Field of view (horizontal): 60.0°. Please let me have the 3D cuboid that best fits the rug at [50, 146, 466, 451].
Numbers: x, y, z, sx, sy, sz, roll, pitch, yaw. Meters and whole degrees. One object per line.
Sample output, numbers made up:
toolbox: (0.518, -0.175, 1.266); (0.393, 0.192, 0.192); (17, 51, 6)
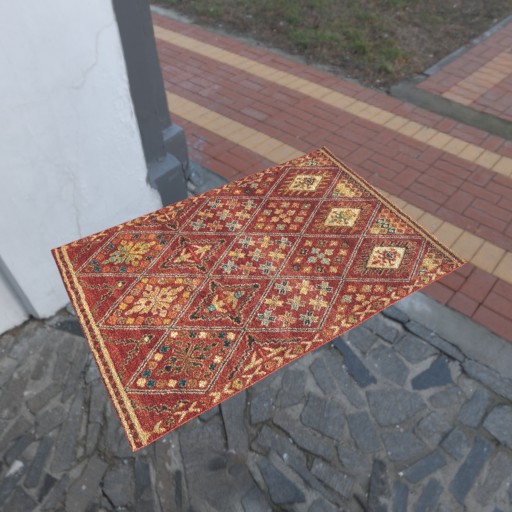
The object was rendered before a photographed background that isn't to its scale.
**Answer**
rug: (0.000, 0.000, 2.904); (2.286, 0.026, 1.521); (-24, 52, -21)
